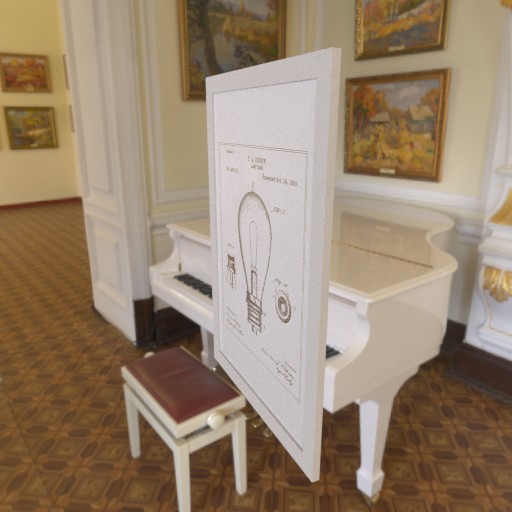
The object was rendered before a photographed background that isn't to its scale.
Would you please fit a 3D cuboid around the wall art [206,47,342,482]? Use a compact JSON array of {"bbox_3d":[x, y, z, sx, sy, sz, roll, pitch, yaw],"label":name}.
[{"bbox_3d":[0.000,0.000,0.600,0.010,0.474,0.325,-8,19,-25],"label":"wall art"}]
